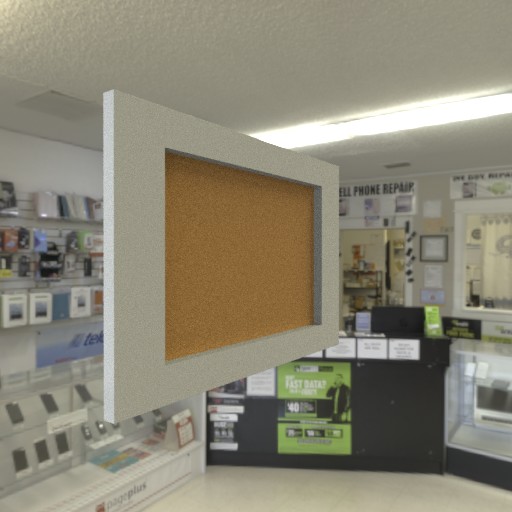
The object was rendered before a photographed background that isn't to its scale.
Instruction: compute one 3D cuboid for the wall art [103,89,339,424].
[{"bbox_3d":[0.000,0.000,1.186,0.033,0.617,0.906,0,0,37],"label":"wall art"}]
